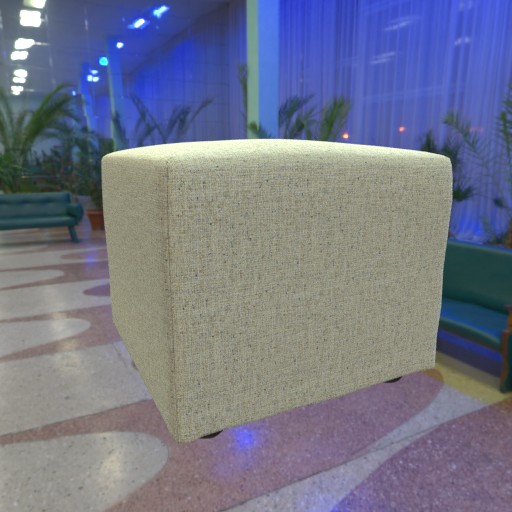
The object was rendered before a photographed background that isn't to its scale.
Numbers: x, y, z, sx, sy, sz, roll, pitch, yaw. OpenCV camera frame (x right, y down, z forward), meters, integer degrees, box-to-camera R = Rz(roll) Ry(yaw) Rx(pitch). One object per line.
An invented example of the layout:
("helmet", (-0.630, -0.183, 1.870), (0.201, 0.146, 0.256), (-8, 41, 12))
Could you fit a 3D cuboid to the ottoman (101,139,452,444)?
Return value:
("ottoman", (0.000, 0.000, 0.897), (0.512, 0.453, 0.521), (-7, 15, -26))
